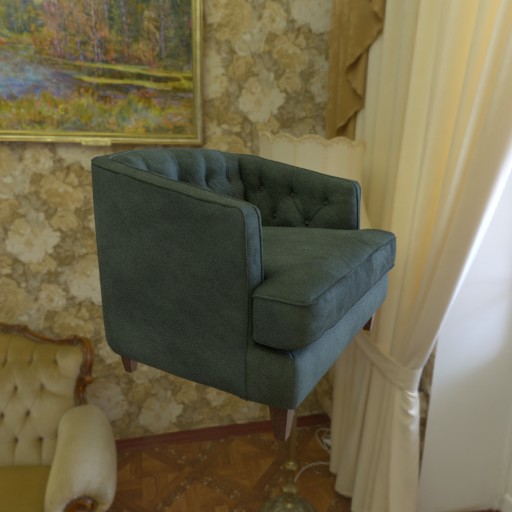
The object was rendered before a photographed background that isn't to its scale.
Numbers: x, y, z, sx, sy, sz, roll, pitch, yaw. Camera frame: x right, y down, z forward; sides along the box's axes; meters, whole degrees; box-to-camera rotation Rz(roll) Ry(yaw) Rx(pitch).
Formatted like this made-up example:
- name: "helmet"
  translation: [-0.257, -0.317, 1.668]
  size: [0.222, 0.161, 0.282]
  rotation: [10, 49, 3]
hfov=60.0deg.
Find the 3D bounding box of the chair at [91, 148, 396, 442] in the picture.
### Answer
- name: "chair"
  translation: [0.000, 0.000, 1.812]
  size: [0.941, 0.852, 1.104]
  rotation: [8, 16, 28]
